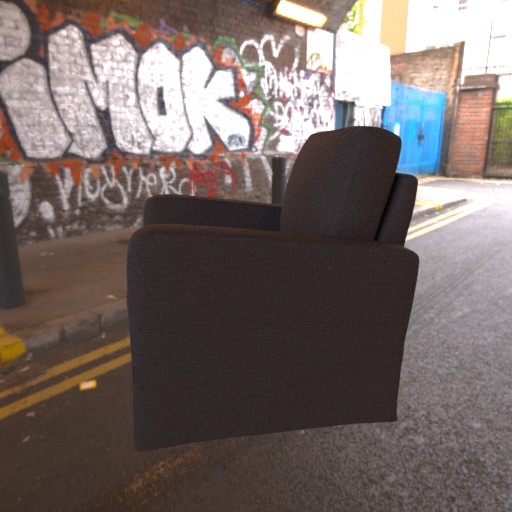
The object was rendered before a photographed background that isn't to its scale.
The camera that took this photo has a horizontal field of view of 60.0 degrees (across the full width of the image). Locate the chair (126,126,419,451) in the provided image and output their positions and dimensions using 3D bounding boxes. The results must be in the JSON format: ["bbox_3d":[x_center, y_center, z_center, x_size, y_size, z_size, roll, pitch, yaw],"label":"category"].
[{"bbox_3d":[0.000,0.000,1.526,0.863,0.855,0.798,-3,15,-10],"label":"chair"}]
